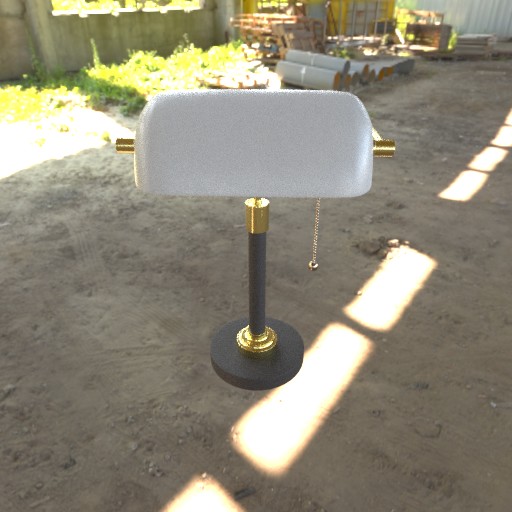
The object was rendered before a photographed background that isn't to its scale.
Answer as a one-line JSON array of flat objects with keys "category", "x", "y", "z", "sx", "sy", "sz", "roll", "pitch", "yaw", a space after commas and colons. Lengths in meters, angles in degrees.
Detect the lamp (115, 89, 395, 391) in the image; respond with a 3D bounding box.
[{"category": "lamp", "x": 0.000, "y": 0.000, "z": 0.551, "sx": 0.269, "sy": 0.404, "sz": 0.227, "roll": 1, "pitch": 30, "yaw": 2}]
